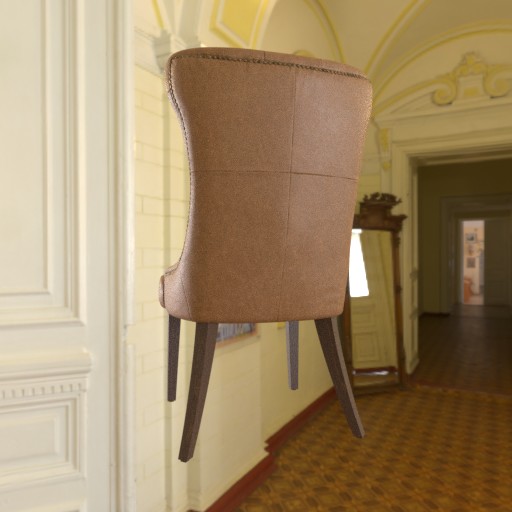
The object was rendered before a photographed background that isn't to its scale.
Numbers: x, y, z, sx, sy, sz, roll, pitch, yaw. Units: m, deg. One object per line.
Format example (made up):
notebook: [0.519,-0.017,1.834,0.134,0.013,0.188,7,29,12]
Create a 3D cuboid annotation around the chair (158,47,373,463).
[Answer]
chair: [0.000,0.000,1.426,0.611,1.065,0.669,0,0,-17]
